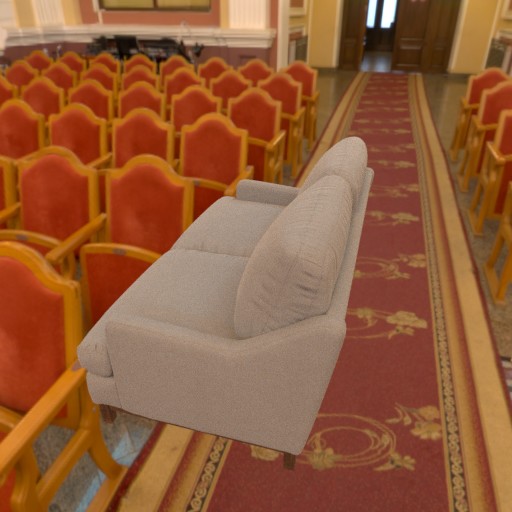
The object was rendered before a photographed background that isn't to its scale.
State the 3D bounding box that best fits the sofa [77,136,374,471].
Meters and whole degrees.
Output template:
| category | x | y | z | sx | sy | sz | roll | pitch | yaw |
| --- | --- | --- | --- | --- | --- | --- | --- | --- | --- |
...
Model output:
| category | x | y | z | sx | sy | sz | roll | pitch | yaw |
| --- | --- | --- | --- | --- | --- | --- | --- | --- | --- |
| sofa | 0.000 | 0.000 | 2.162 | 0.987 | 0.921 | 1.589 | 8 | 30 | 14 |
